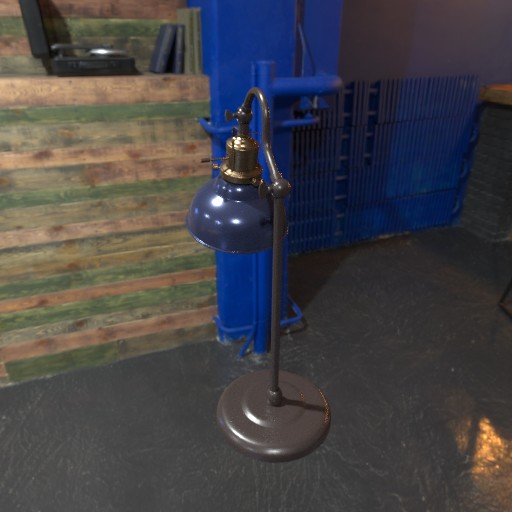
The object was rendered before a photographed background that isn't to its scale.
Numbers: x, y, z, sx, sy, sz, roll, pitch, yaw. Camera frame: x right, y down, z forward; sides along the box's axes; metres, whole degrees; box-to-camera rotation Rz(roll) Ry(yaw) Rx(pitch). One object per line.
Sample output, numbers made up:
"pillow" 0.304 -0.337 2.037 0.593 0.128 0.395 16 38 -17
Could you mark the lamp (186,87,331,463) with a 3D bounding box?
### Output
"lamp" 0.000 0.000 0.710 0.192 0.508 0.374 -9 28 -17
